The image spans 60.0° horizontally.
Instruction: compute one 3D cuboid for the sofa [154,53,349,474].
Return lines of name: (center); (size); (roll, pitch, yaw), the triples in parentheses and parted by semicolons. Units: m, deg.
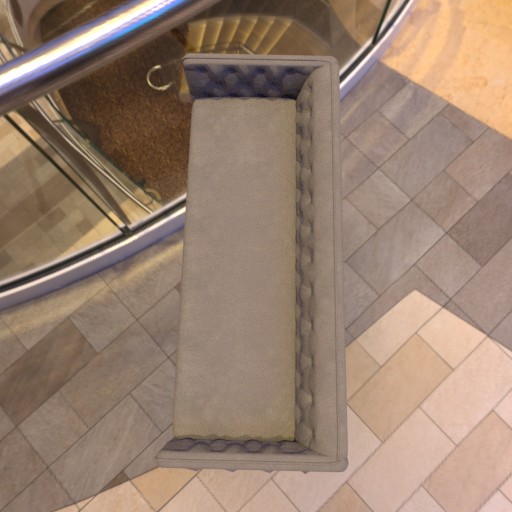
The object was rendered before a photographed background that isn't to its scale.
sofa: (0.000, 0.000, 2.606); (0.895, 0.771, 2.209); (1, 77, 0)
